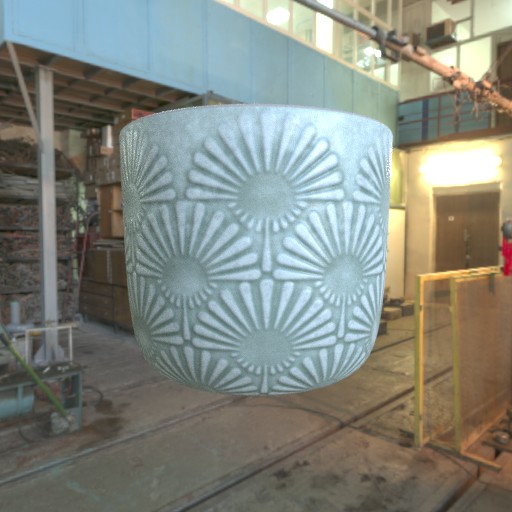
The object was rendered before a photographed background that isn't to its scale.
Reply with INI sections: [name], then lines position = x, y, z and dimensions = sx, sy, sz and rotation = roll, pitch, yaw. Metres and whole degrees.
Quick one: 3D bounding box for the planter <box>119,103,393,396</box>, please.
[planter]
position = 0.000, 0.000, 0.212
dimensions = 0.124, 0.109, 0.124
rotation = 0, 3, 0
